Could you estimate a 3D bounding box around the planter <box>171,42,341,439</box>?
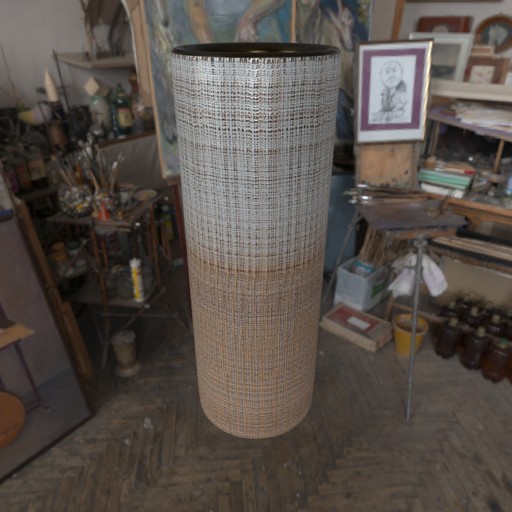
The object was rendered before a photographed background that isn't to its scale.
[{"bbox_3d":[0.000,0.000,0.325,0.099,0.278,0.099,0,29,0],"label":"planter"}]
